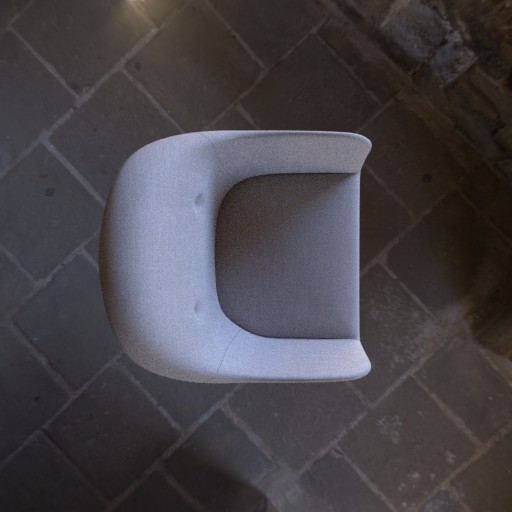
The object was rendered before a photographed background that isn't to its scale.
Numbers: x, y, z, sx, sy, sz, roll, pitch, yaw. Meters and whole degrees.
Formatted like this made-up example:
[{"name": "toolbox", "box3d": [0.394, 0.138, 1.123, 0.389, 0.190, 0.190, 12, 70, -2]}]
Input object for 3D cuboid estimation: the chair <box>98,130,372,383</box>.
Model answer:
[{"name": "chair", "box3d": [0.000, 0.000, 1.157, 0.570, 0.780, 0.540, 0, 91, -1]}]
